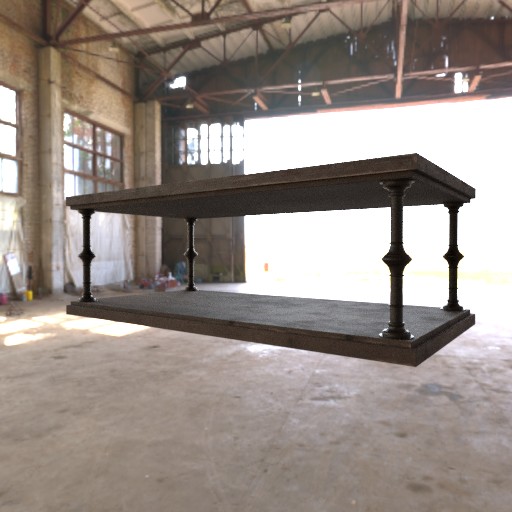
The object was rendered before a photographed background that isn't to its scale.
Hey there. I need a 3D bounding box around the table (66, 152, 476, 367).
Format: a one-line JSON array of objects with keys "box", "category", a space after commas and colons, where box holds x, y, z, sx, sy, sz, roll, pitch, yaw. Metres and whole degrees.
[{"box": [0.000, 0.000, 1.311, 1.088, 0.373, 0.554, 1, 1, 36], "category": "table"}]
